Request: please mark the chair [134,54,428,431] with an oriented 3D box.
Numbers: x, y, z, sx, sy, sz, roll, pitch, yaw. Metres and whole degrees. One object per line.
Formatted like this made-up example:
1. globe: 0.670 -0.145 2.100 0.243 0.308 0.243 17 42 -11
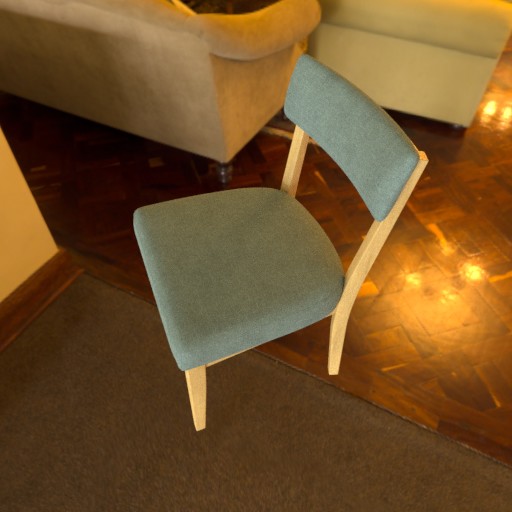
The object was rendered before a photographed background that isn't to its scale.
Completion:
1. chair: 0.000 0.000 1.197 0.572 0.832 0.508 -16 49 -15
